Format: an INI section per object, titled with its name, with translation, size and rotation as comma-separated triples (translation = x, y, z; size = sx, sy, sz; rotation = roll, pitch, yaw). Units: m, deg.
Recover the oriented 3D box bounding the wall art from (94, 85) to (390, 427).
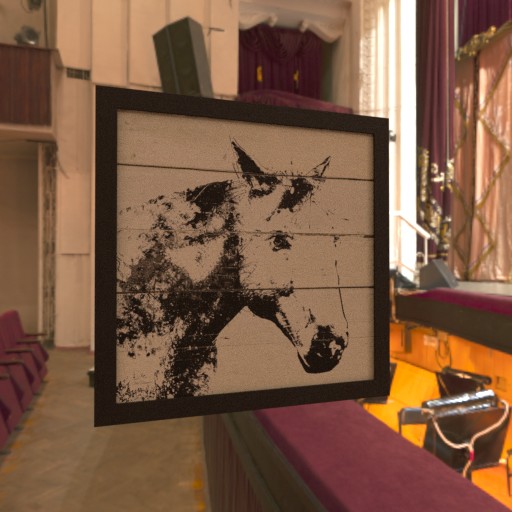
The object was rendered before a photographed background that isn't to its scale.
[wall art]
translation = 0.000, 0.000, 1.487
size = 1.016, 1.016, 0.038
rotation = 0, -1, -18
